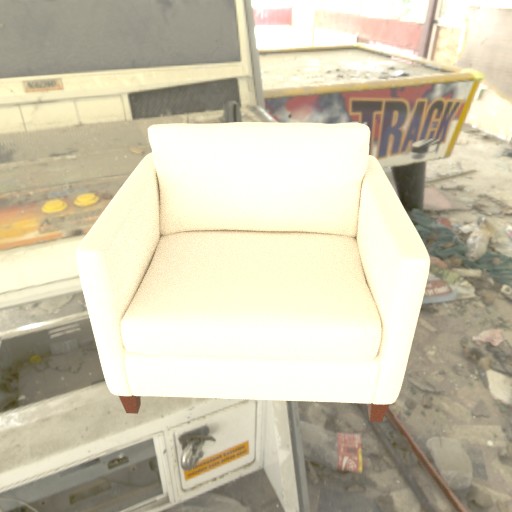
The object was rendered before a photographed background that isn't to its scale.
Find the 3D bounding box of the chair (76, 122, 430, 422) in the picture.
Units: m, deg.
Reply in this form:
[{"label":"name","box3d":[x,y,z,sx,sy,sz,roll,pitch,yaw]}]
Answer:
[{"label":"chair","box3d":[0.000,0.000,1.693,1.019,0.885,0.878,1,32,2]}]
